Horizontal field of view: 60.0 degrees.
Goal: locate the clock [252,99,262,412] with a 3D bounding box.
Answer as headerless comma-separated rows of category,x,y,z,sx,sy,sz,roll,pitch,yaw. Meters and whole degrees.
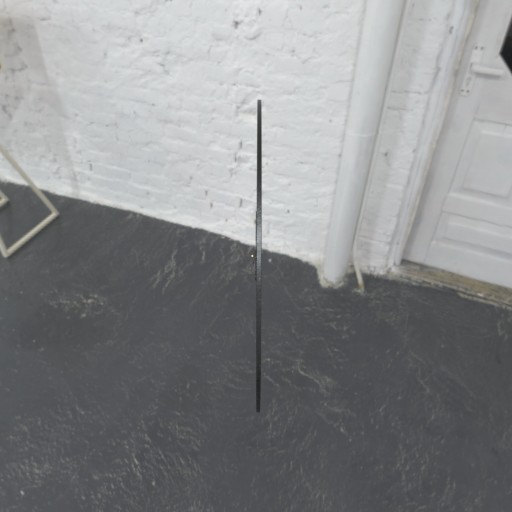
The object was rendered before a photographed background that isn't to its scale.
clock,0.000,0.000,1.267,0.025,0.843,0.843,0,41,0
